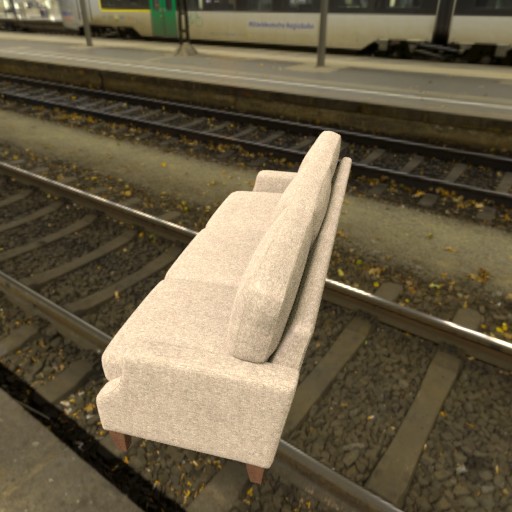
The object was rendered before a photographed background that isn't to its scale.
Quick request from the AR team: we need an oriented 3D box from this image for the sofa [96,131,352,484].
[{"bbox_3d":[0.000,0.000,2.526,0.888,0.984,2.115,7,31,13],"label":"sofa"}]
